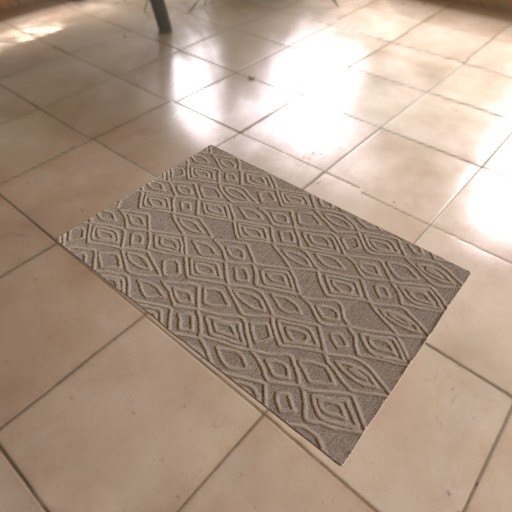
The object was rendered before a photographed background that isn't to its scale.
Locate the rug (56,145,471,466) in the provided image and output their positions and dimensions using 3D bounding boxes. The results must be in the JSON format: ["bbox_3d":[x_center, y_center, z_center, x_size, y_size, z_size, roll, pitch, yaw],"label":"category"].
[{"bbox_3d":[0.000,0.000,2.328,1.832,0.016,1.224,31,54,26],"label":"rug"}]
